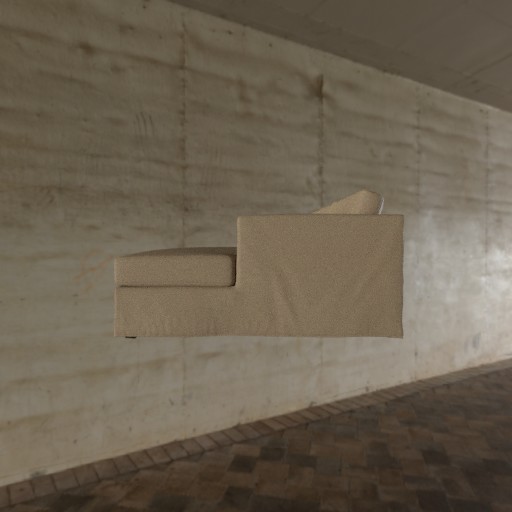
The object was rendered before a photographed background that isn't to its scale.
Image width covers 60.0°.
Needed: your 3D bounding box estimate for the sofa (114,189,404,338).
[{"bbox_3d":[0.000,0.000,4.000,1.622,0.871,3.206,0,1,-1],"label":"sofa"}]
